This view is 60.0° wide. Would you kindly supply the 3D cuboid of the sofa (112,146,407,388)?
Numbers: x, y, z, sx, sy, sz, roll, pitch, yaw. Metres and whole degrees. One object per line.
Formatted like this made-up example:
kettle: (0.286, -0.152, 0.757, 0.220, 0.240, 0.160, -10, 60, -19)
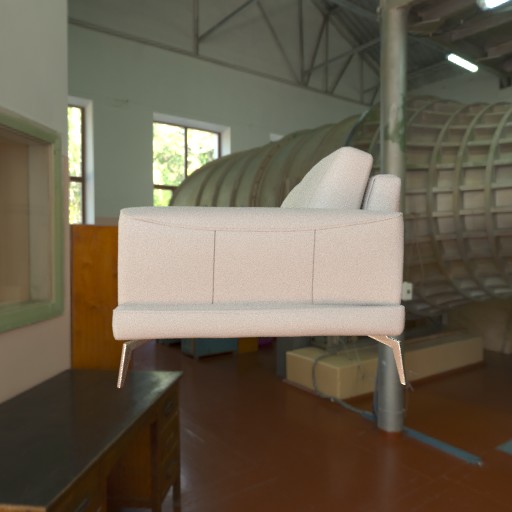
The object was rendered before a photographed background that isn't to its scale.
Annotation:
sofa: (0.000, 0.000, 2.474, 1.121, 0.930, 1.819, 0, 2, -2)
